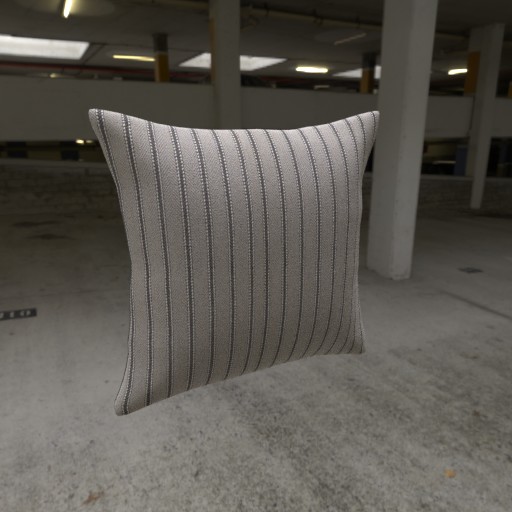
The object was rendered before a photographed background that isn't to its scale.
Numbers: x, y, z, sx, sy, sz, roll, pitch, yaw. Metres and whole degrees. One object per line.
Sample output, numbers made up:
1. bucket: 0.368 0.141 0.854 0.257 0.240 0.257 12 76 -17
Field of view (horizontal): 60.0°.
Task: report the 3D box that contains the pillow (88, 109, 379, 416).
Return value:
1. pillow: 0.000 0.000 0.701 0.468 0.444 0.138 -8 17 -25
